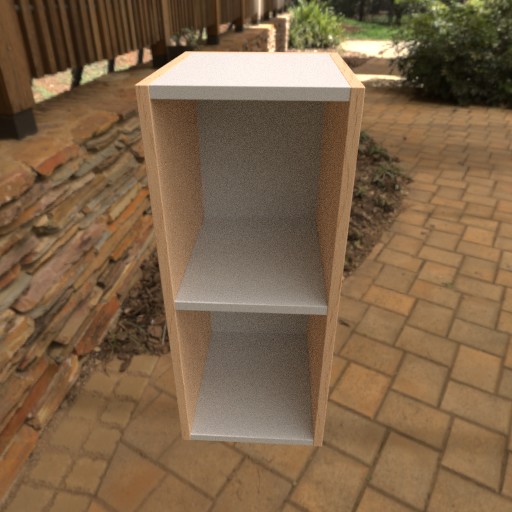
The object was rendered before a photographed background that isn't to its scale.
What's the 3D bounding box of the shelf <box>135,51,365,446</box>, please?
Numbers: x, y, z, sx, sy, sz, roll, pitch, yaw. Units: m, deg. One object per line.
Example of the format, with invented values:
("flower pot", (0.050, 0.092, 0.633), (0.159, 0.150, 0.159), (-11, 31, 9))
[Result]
("shelf", (0.000, 0.000, 0.753), (0.250, 0.600, 0.290), (2, 31, 3))
